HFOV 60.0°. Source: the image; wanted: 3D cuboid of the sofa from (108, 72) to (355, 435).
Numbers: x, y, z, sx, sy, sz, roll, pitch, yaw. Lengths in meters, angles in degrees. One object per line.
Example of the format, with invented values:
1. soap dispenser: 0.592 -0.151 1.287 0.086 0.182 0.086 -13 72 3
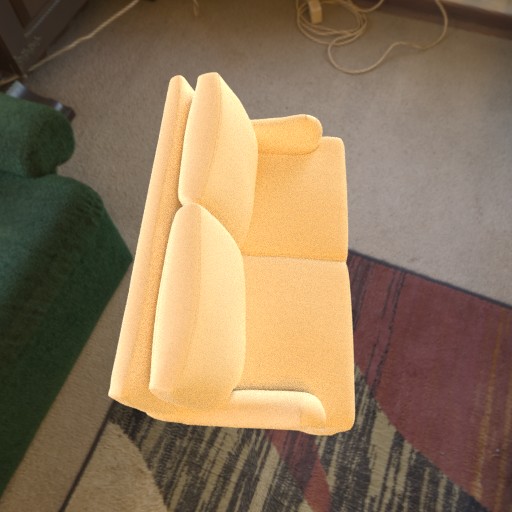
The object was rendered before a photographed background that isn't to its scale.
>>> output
1. sofa: 0.000 0.000 2.527 1.084 1.101 1.853 3 64 1
